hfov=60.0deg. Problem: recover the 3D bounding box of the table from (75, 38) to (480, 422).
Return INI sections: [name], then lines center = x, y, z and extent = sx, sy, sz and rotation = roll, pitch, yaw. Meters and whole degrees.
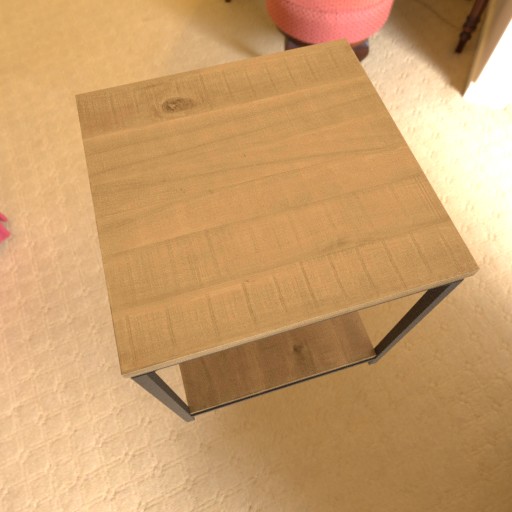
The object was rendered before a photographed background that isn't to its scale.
[table]
center = 0.000, 0.000, 0.962
extent = 0.507, 0.589, 0.503
rotation = -15, 65, -7
